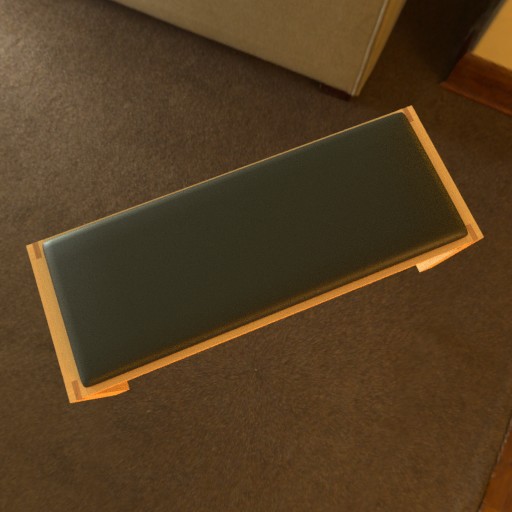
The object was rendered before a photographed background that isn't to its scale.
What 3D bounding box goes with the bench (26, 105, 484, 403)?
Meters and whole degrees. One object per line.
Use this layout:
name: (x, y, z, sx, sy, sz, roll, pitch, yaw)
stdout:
bench: (0.000, 0.000, 1.401, 1.202, 0.430, 0.450, -21, 77, -5)
